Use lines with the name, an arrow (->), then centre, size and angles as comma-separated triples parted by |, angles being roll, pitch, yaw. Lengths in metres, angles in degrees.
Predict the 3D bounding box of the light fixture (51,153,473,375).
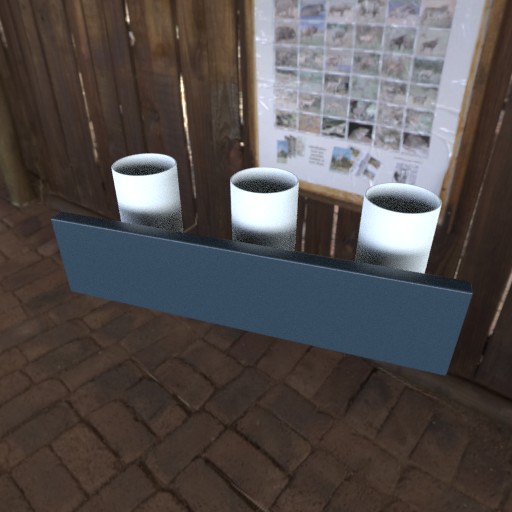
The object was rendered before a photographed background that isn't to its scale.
light fixture -> 0.000, 0.000, 0.535 | 0.451, 0.172, 0.145 | 10, 34, 15
